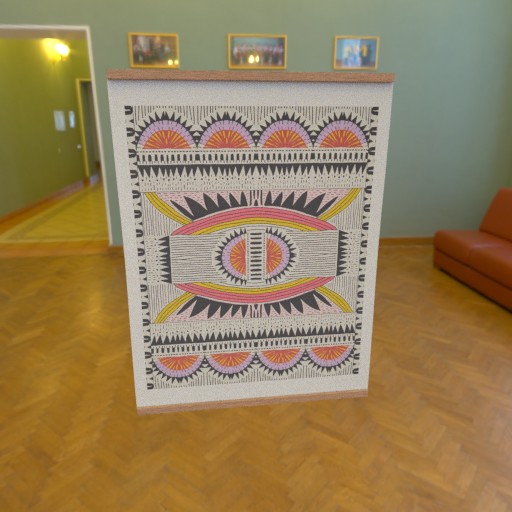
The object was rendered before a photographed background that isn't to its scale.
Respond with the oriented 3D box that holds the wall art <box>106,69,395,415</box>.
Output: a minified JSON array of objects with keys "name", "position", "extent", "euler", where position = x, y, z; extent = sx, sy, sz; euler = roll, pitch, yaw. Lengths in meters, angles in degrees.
[{"name":"wall art","position":[0.000,0.000,1.317],"extent":[0.765,1.016,0.028],"euler":[-2,17,-7]}]
